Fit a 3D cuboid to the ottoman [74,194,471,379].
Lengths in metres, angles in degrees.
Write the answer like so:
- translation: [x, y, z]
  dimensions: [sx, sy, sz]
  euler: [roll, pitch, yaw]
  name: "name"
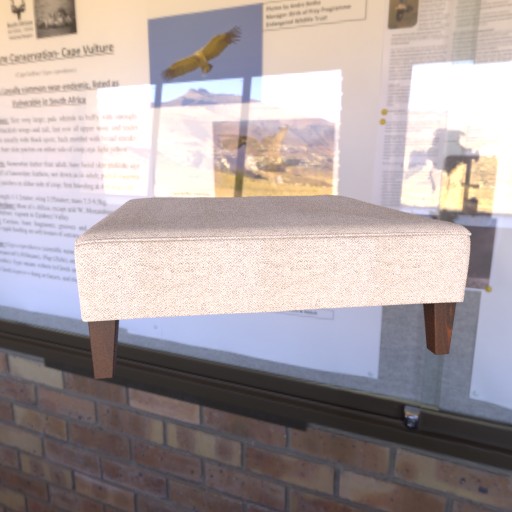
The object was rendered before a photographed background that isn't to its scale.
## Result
- translation: [0.000, 0.000, 1.548]
  dimensions: [0.982, 0.381, 0.973]
  euler: [-2, 13, -9]
  name: "ottoman"
